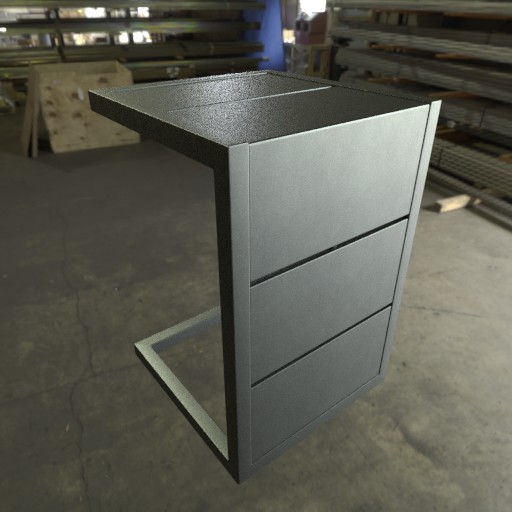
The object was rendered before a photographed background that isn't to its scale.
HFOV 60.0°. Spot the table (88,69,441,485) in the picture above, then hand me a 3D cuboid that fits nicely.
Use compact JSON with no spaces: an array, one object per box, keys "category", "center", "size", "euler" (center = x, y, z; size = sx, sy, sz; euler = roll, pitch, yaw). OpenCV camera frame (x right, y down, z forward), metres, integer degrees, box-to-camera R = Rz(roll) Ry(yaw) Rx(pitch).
[{"category":"table","center":[0.000,0.000,0.876],"size":[0.405,0.609,0.420],"euler":[-22,37,-32]}]
